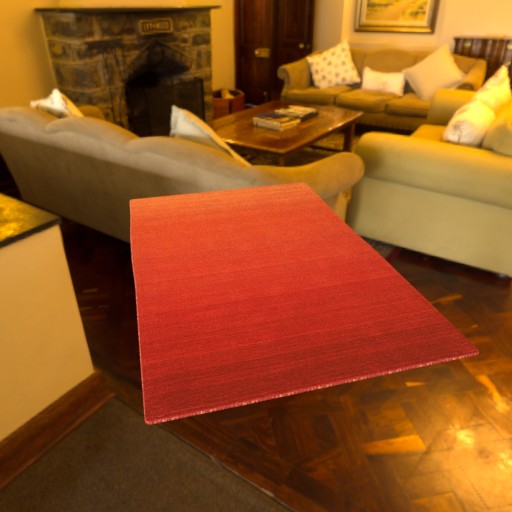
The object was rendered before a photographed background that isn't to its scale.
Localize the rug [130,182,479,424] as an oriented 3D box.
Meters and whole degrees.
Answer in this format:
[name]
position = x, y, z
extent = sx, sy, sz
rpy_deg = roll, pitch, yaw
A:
[rug]
position = 0.000, 0.000, 2.271
extent = 1.230, 0.018, 1.835
rpy_deg = -8, 31, -13
